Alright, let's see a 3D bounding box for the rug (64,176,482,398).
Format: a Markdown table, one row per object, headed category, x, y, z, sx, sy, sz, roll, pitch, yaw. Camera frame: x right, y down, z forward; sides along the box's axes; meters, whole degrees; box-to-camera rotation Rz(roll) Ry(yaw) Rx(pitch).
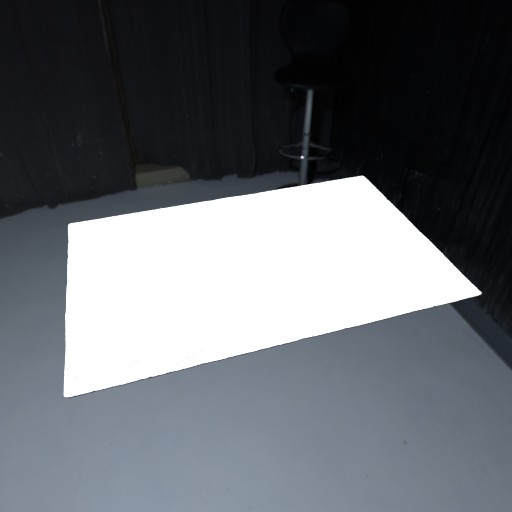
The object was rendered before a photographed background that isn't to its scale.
| category | x | y | z | sx | sy | sz | roll | pitch | yaw |
| --- | --- | --- | --- | --- | --- | --- | --- | --- | --- |
| rug | 0.000 | 0.000 | 3.004 | 2.442 | 0.010 | 1.546 | -11 | 41 | -13 |
